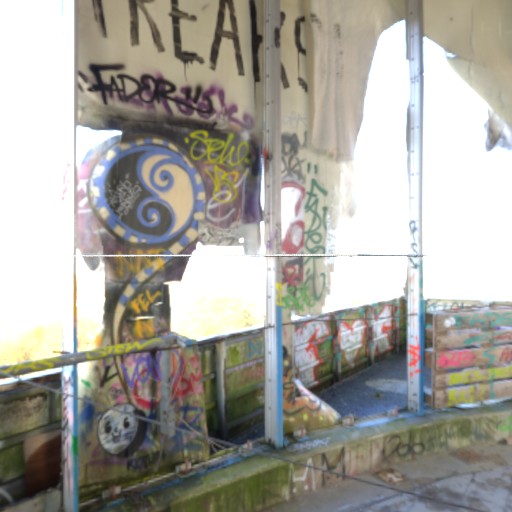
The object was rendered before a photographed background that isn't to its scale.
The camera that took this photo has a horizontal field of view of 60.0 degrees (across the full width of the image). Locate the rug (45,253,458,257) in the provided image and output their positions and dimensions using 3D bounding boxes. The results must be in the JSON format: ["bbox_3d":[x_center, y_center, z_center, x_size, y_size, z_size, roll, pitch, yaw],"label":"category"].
[{"bbox_3d":[0.000,0.000,4.055,2.980,0.012,2.363,0,0,36],"label":"rug"}]
